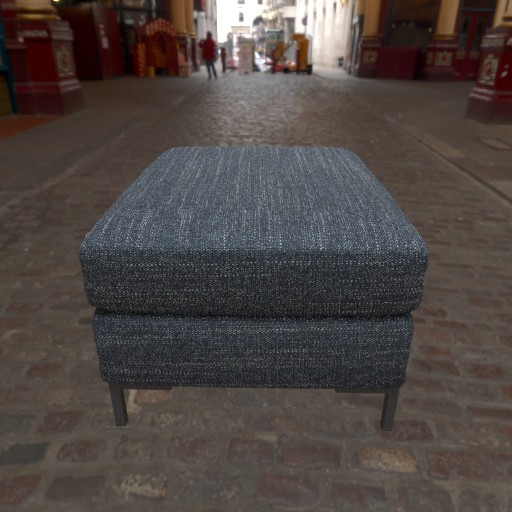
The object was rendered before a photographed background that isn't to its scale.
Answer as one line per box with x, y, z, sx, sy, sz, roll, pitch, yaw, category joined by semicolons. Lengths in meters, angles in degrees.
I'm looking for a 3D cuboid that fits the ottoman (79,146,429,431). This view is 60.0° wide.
0.000;0.000;1.230;0.667;0.491;0.814;1;26;1;ottoman
